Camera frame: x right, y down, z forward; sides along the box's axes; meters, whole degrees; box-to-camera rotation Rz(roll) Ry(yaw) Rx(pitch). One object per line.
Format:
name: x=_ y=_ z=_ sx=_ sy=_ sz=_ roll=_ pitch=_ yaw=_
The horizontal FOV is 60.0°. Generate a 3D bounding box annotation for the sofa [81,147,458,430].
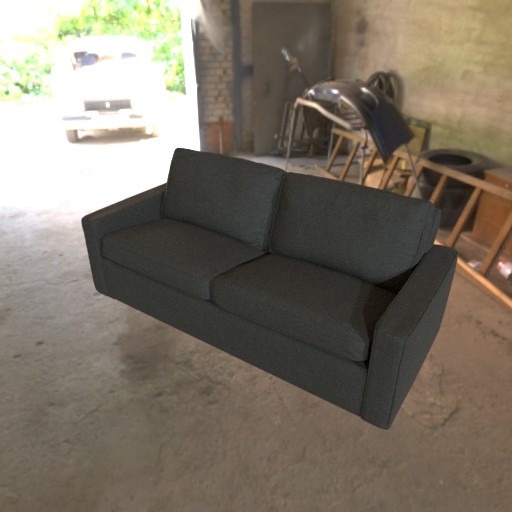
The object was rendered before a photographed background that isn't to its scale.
sofa: x=0.000 y=0.000 z=2.636 sx=2.080 sy=0.919 sz=0.940 roll=18 pitch=34 yaw=29
